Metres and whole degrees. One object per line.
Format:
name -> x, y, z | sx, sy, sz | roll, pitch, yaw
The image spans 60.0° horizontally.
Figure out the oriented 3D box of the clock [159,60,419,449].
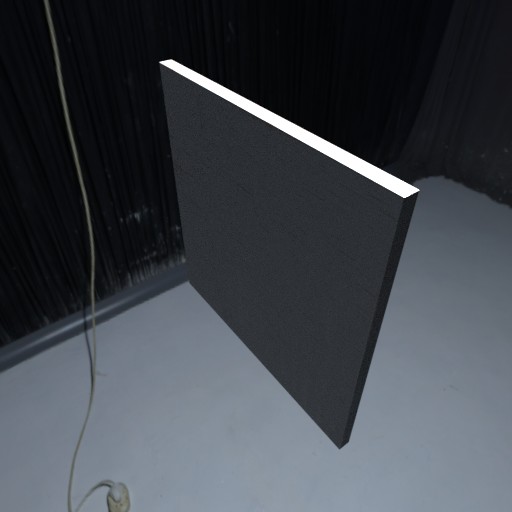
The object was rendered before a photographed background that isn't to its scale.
clock -> 0.000, 0.000, 1.041 | 0.032, 0.705, 0.705 | -26, 47, -27
